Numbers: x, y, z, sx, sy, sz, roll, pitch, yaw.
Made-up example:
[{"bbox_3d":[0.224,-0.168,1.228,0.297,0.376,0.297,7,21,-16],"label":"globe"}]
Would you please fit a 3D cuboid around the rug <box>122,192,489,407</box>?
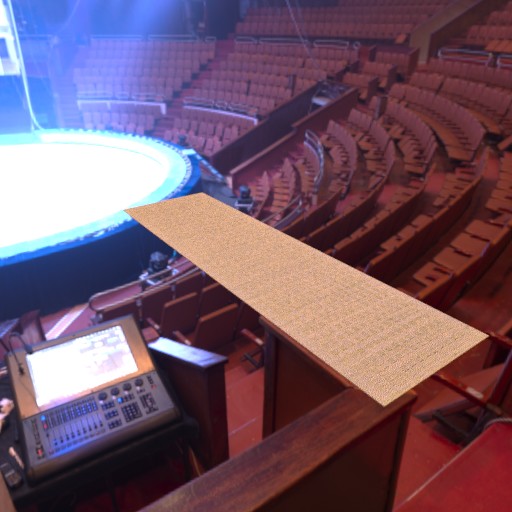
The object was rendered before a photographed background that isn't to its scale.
[{"bbox_3d":[0.000,0.000,2.598,0.686,0.006,2.437,-18,31,-32],"label":"rug"}]
